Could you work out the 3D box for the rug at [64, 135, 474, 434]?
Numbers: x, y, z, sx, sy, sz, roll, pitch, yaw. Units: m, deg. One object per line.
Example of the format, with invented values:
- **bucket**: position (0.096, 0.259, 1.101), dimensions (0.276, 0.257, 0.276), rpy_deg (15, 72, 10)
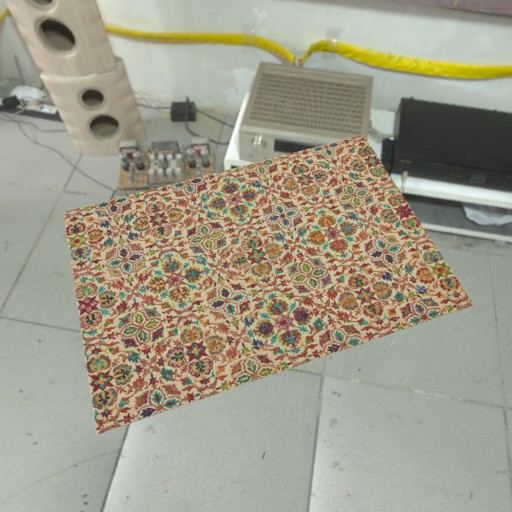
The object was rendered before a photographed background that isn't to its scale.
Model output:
- **rug**: position (0.000, 0.000, 2.314), dimensions (1.838, 0.013, 1.226), rpy_deg (-16, 61, -10)
